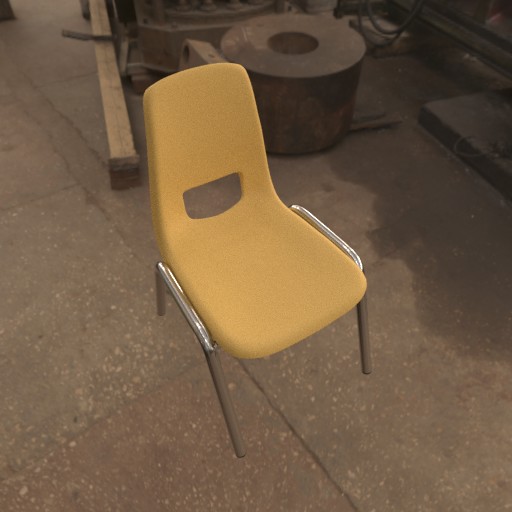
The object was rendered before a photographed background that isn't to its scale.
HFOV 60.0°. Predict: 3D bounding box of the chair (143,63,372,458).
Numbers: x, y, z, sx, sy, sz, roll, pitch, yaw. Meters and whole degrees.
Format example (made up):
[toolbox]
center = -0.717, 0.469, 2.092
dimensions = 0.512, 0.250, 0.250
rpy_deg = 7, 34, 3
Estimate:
[chair]
center = 0.000, 0.000, 0.847
dimensions = 0.354, 0.586, 0.423
rpy_deg = -25, 50, -22
